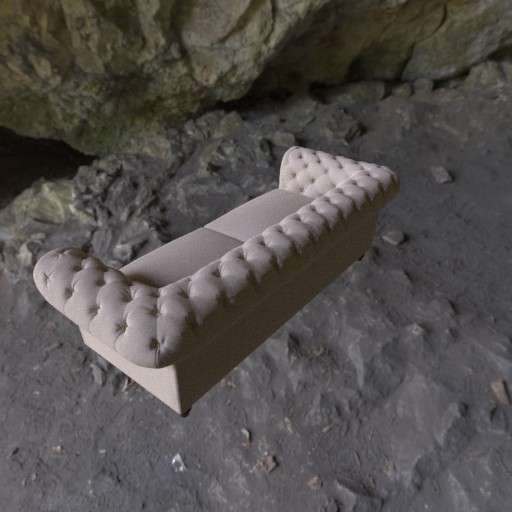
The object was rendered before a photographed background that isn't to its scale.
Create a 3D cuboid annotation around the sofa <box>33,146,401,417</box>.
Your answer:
[{"bbox_3d":[0.000,0.000,3.157,1.076,0.847,2.694,23,38,32],"label":"sofa"}]
